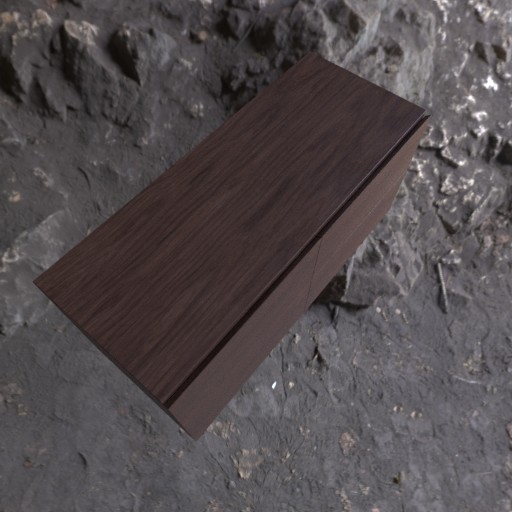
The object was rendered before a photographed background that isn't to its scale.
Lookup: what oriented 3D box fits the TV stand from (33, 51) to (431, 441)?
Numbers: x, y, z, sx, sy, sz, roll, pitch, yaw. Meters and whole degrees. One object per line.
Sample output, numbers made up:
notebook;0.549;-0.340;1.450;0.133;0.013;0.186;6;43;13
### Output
TV stand;0.000;0.000;1.345;0.405;0.660;0.990;36;66;19
